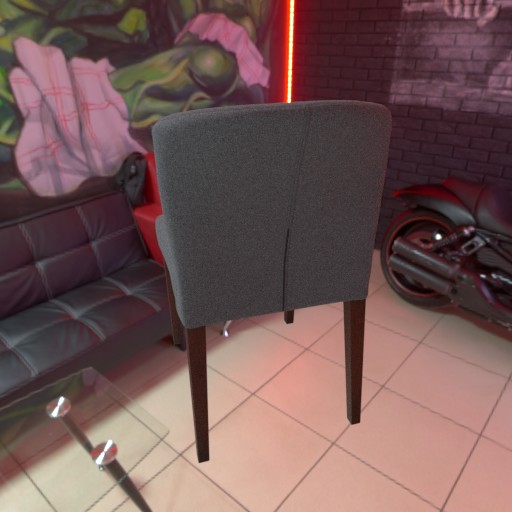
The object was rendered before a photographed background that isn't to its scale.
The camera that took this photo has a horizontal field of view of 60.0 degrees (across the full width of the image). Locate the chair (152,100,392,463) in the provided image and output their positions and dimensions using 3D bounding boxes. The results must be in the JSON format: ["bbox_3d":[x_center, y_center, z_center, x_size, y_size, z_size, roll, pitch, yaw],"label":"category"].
[{"bbox_3d":[0.000,0.000,1.168,0.491,0.839,0.592,-8,27,-15],"label":"chair"}]
